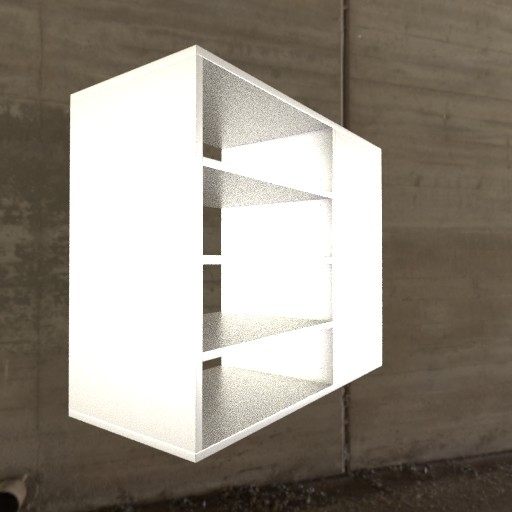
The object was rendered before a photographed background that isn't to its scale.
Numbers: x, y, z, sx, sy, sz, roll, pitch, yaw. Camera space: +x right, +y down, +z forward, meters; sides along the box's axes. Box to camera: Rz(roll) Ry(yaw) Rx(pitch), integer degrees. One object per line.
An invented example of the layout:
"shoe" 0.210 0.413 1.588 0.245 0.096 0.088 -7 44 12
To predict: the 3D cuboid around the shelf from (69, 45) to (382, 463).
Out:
"shelf" 0.000 0.000 1.252 0.396 0.732 0.895 -1 -1 36
